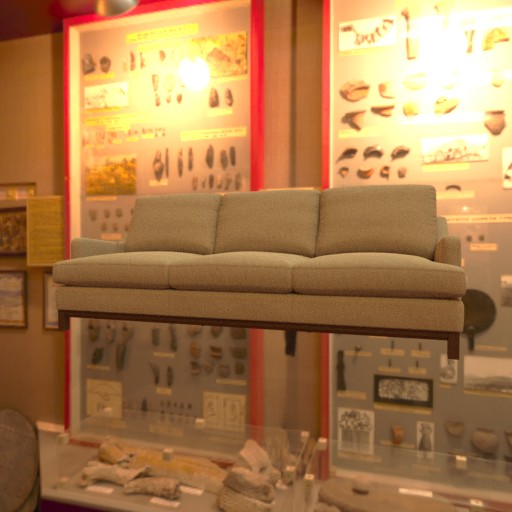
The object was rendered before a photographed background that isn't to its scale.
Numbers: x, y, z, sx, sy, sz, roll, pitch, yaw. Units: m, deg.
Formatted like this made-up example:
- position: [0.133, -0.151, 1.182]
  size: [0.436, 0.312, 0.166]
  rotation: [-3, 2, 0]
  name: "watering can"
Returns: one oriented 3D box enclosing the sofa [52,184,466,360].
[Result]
- position: [0.000, 0.000, 2.808]
  size: [2.321, 0.913, 1.000]
  rotation: [0, 1, 18]
  name: "sofa"
